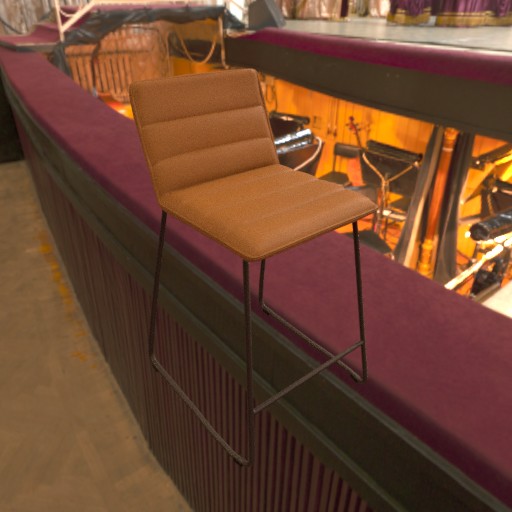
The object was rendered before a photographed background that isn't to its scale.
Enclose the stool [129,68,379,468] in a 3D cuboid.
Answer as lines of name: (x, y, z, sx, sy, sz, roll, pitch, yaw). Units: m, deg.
stool: (0.000, 0.000, 1.192, 0.489, 0.866, 0.524, -22, 37, -33)
